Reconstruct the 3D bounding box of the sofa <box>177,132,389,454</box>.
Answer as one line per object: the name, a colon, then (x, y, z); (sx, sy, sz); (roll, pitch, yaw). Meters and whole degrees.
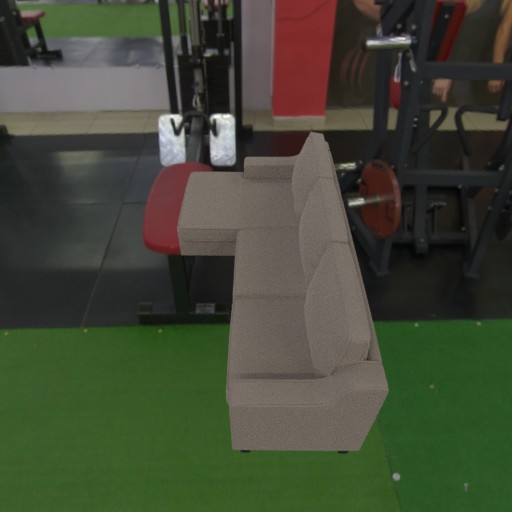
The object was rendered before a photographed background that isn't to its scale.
sofa: (0.000, 0.000, 3.227); (1.294, 0.928, 2.561); (0, 41, 0)
